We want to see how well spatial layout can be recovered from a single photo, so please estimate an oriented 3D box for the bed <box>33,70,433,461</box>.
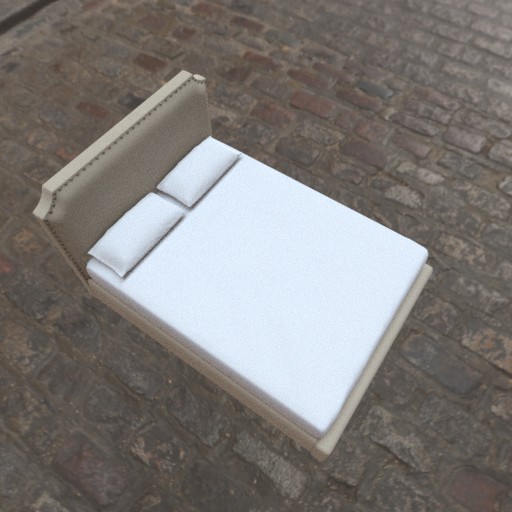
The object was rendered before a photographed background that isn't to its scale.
[{"bbox_3d":[0.000,0.000,3.348,2.329,1.415,1.703,31,64,17],"label":"bed"}]
